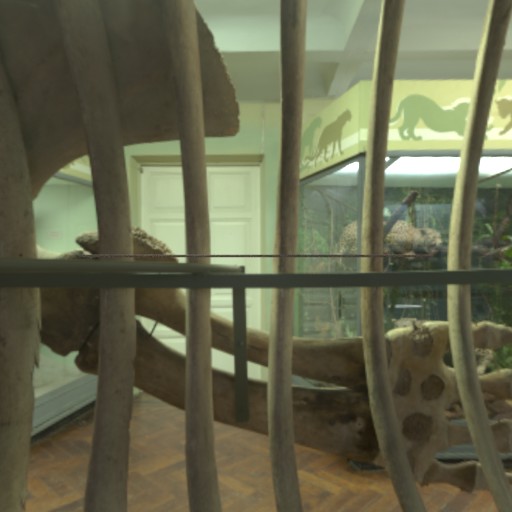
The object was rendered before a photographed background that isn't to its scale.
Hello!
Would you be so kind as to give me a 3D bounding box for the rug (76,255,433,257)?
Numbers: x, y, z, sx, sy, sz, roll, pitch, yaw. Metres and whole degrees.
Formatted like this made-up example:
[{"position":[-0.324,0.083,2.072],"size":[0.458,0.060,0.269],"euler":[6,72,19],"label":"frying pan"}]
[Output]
[{"position":[0.000,0.000,3.101],"size":[1.533,0.011,2.439],"euler":[0,0,1],"label":"rug"}]
